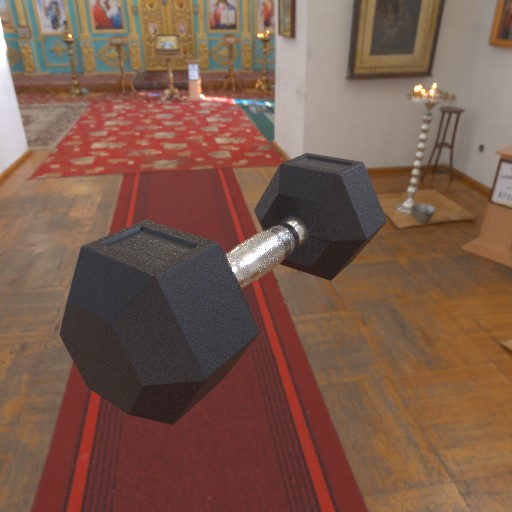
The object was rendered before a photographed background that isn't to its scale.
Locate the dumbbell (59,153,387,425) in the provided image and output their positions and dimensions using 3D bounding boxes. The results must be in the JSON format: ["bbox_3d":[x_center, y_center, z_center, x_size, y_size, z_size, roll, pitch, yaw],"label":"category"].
[{"bbox_3d":[0.000,0.000,0.418,0.141,0.123,0.356,18,32,31],"label":"dumbbell"}]
